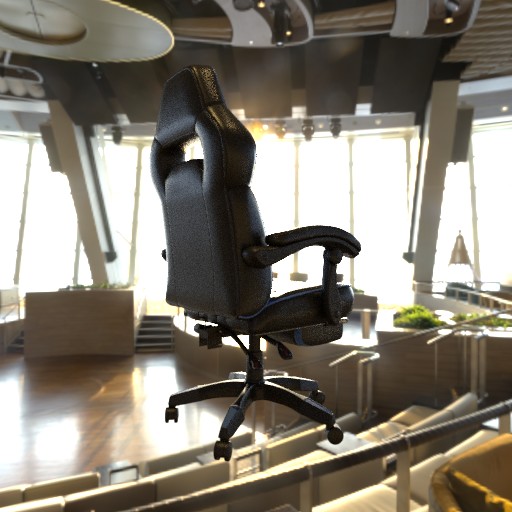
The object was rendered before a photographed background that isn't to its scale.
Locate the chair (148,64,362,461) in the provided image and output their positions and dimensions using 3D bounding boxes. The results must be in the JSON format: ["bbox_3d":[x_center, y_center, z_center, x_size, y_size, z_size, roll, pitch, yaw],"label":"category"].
[{"bbox_3d":[0.000,0.000,1.717,0.700,1.280,0.700,0,1,-36],"label":"chair"}]
